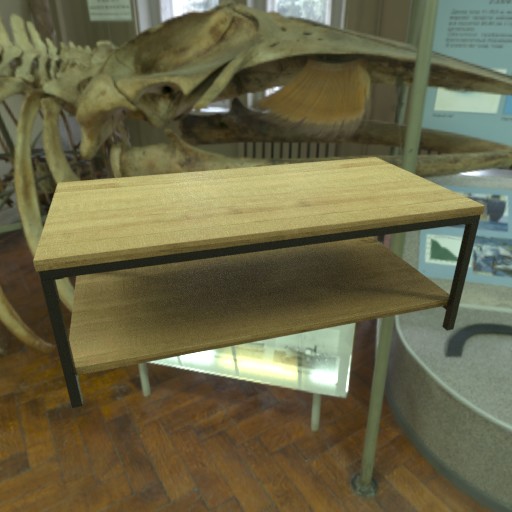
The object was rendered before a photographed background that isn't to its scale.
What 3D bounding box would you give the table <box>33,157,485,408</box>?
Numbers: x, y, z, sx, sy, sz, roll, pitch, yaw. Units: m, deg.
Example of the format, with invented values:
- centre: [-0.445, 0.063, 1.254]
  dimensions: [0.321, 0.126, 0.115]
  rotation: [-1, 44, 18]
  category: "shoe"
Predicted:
- centre: [0.000, 0.000, 1.353]
  dimensions: [1.100, 0.399, 0.551]
  rotation: [-8, 27, -15]
  category: "table"
